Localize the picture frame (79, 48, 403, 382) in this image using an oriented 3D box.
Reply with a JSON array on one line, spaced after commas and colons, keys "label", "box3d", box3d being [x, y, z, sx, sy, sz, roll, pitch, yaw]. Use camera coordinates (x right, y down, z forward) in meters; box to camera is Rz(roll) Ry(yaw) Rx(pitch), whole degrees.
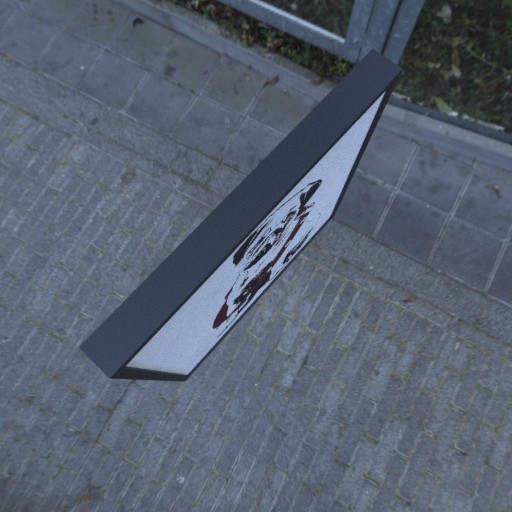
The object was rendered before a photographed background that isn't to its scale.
[{"label": "picture frame", "box3d": [0.000, 0.000, 0.474, 0.030, 0.317, 0.317, 41, 78, 11]}]
